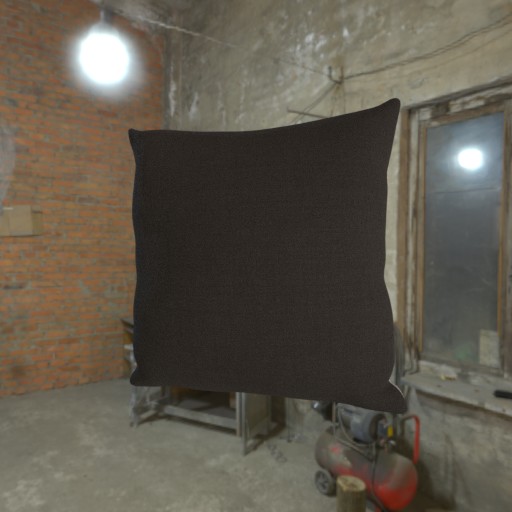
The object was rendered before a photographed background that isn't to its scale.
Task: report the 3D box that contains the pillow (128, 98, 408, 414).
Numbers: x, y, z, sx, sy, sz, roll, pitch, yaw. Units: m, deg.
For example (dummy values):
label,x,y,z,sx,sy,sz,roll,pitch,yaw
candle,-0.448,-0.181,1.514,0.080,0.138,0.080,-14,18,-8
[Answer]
label,x,y,z,sx,sy,sz,roll,pitch,yaw
pillow,0.000,0.000,0.774,0.503,0.496,0.208,0,1,18
